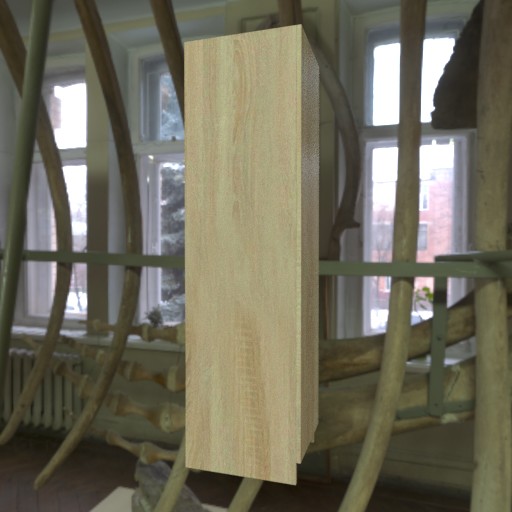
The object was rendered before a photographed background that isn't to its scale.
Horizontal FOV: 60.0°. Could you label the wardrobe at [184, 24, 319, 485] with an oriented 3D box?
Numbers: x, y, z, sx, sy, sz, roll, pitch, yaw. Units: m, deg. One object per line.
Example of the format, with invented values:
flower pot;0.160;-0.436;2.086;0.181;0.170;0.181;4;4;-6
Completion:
wardrobe;0.000;0.000;2.355;0.588;2.117;0.496;0;1;17
